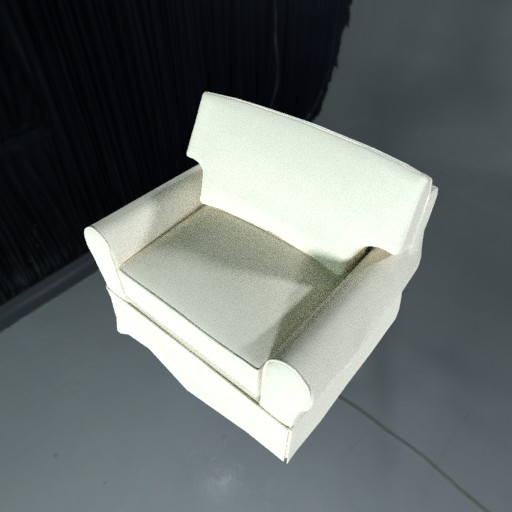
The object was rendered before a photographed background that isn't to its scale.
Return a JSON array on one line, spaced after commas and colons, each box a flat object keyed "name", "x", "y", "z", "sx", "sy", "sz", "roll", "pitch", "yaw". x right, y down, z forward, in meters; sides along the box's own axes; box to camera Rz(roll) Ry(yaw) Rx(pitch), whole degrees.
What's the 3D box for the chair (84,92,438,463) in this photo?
[{"name": "chair", "x": 0.000, "y": 0.000, "z": 1.788, "sx": 1.099, "sy": 0.958, "sz": 0.904, "roll": 31, "pitch": 53, "yaw": 26}]
